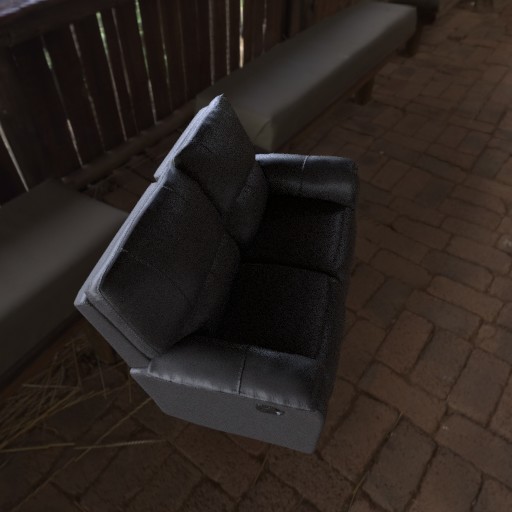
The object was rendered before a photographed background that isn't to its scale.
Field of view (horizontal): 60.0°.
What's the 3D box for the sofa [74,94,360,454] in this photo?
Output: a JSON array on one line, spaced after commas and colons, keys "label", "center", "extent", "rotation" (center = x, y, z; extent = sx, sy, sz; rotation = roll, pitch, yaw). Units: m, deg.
[{"label": "sofa", "center": [0.000, 0.000, 2.479], "extent": [1.104, 1.111, 1.765], "rotation": [10, 47, 10]}]
